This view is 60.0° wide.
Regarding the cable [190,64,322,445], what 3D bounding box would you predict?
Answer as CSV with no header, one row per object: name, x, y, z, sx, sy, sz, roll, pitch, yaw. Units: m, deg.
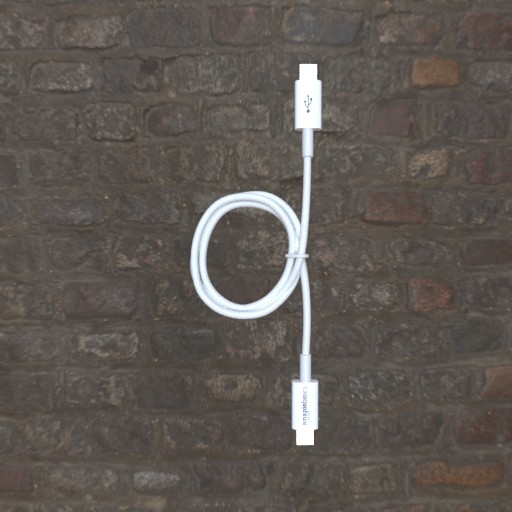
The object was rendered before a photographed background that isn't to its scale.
cable,0.000,0.000,0.234,0.070,0.014,0.203,0,91,-1
